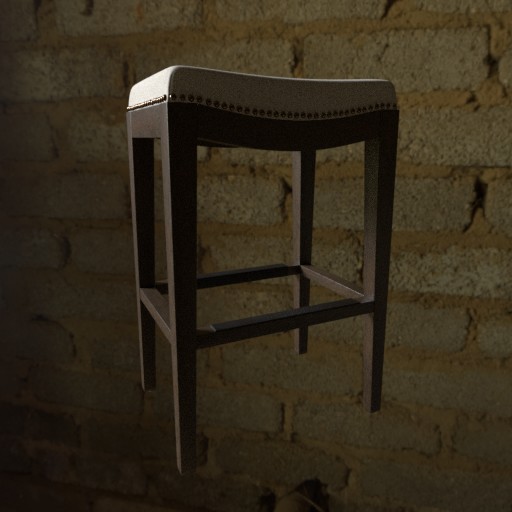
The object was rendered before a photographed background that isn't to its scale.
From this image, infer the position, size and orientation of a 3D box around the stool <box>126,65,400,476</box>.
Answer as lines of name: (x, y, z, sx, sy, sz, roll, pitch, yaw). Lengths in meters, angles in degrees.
stool: (0.000, 0.000, 1.028, 0.498, 0.759, 0.358, -7, 17, -25)
